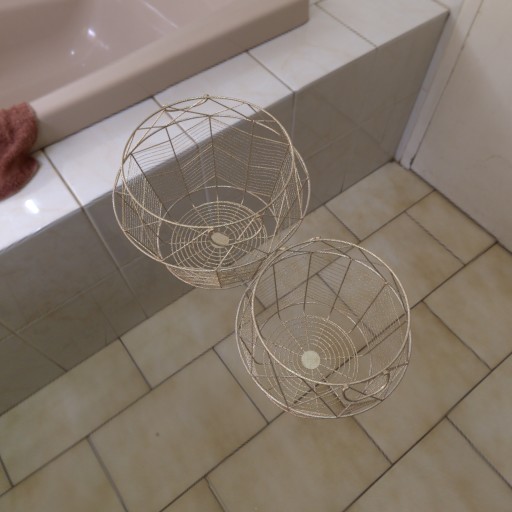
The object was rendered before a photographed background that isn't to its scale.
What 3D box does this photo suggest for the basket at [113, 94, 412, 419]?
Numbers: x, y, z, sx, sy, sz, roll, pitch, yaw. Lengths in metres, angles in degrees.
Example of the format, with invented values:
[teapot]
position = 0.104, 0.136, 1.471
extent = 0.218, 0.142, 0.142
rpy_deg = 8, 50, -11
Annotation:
[basket]
position = 0.000, 0.000, 1.009
extent = 0.451, 0.343, 0.805
rpy_deg = -31, 65, -16
